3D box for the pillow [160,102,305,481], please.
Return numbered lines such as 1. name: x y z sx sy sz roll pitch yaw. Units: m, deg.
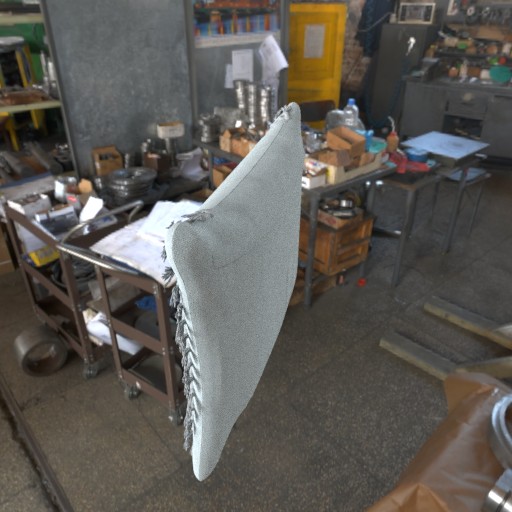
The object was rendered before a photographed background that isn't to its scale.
1. pillow: 0.000 0.000 0.580 0.084 0.305 0.466 8 32 13
